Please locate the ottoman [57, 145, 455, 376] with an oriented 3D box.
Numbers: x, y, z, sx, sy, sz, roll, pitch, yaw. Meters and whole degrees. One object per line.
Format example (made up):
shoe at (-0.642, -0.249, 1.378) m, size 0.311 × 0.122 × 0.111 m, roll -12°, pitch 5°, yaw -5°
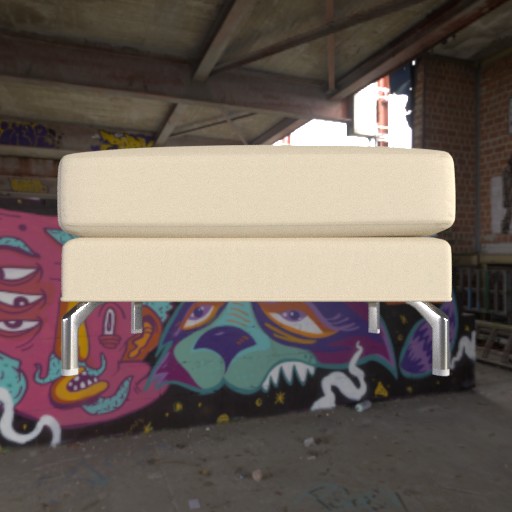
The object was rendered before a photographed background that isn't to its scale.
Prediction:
ottoman at (0.000, 0.000, 1.187) m, size 0.835 × 0.497 × 0.581 m, roll 0°, pitch -1°, yaw 0°
